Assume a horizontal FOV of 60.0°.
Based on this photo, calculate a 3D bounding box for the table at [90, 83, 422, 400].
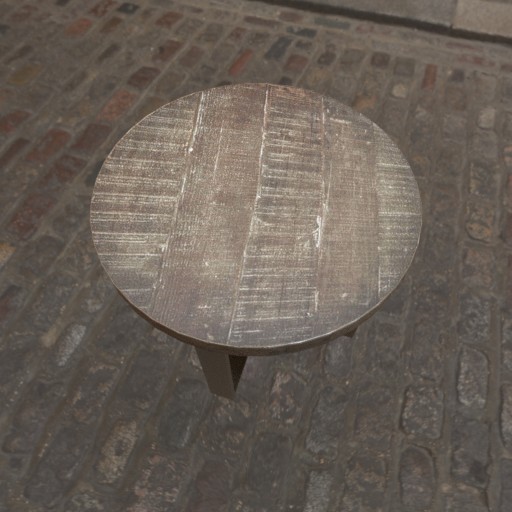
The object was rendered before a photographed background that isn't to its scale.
[{"bbox_3d":[0.000,0.000,0.944,0.557,0.437,0.557,0,59,0],"label":"table"}]
